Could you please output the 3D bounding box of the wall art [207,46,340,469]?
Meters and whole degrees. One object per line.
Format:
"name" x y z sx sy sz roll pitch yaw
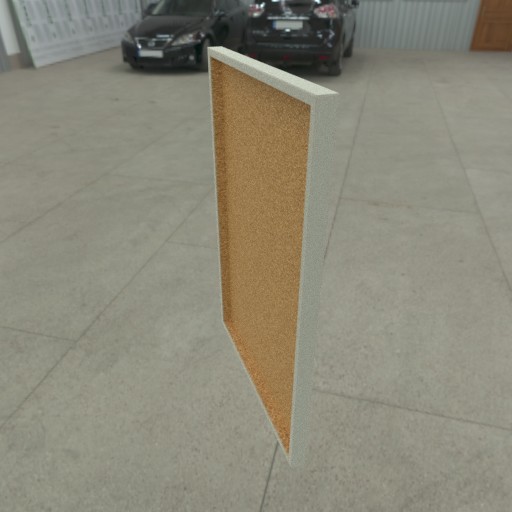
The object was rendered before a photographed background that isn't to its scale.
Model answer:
"wall art" 0.000 0.000 1.139 0.038 0.914 0.610 -11 33 -17
